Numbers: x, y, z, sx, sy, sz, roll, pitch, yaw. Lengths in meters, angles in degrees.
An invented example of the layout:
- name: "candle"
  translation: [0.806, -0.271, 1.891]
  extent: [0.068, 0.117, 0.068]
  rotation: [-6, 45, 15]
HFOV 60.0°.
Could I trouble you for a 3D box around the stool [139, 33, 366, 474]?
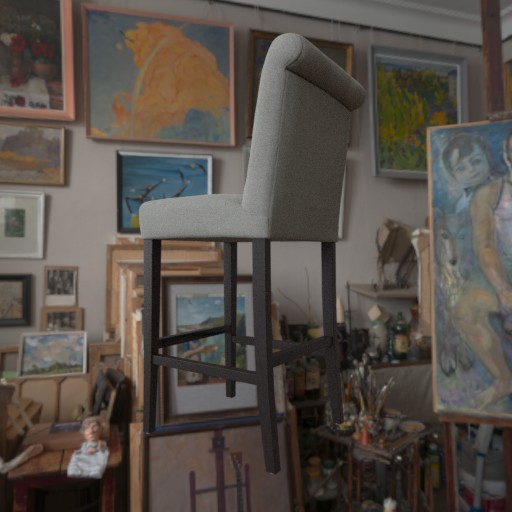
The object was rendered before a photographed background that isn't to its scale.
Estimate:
- name: "stool"
  translation: [0.000, 0.000, 1.448]
  extent: [0.601, 1.140, 0.493]
  rotation: [0, 0, 35]
